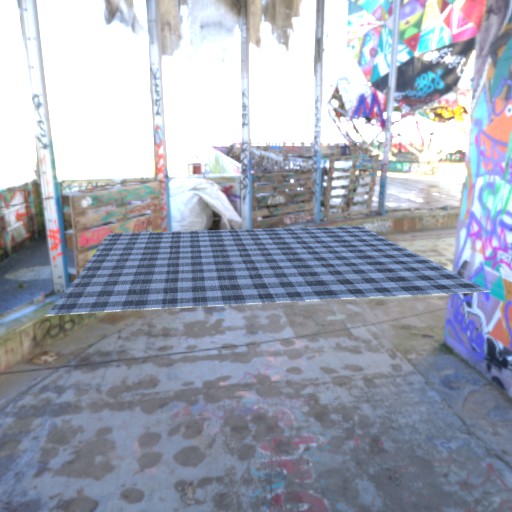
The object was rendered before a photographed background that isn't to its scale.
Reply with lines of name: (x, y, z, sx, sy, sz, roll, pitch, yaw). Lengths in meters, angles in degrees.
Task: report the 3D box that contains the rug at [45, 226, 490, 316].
rug: (0.000, 0.000, 4.105, 3.021, 0.013, 2.432, -2, 15, -8)
